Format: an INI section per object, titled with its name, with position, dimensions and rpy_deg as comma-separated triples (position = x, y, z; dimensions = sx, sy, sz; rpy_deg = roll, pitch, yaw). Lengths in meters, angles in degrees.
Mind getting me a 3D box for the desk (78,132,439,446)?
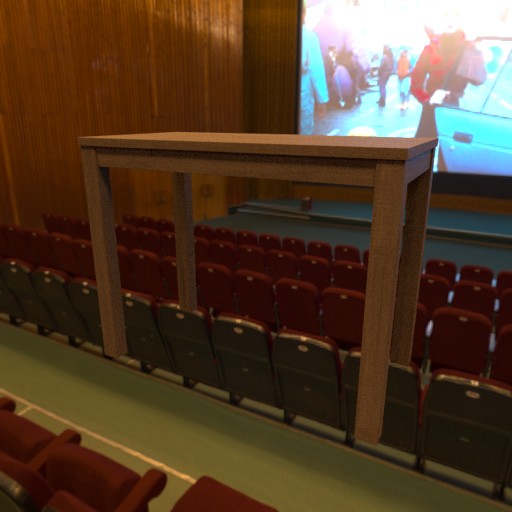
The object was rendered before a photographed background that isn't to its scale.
[desk]
position = 0.000, 0.000, 1.474
dimensions = 0.991, 0.762, 0.495
rpy_deg = 9, 20, 27
